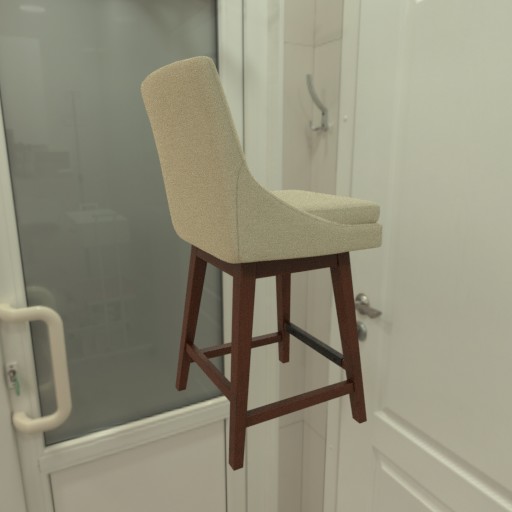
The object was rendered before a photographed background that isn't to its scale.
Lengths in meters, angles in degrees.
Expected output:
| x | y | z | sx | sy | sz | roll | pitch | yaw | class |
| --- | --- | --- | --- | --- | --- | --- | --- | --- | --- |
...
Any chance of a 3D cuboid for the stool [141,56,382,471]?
| x | y | z | sx | sy | sz | roll | pitch | yaw | class |
| --- | --- | --- | --- | --- | --- | --- | --- | --- | --- |
| 0.000 | 0.000 | 1.304 | 0.559 | 0.991 | 0.469 | -7 | 16 | -28 | stool |
